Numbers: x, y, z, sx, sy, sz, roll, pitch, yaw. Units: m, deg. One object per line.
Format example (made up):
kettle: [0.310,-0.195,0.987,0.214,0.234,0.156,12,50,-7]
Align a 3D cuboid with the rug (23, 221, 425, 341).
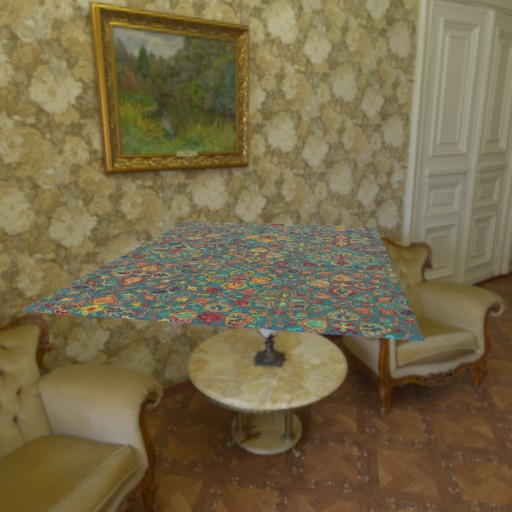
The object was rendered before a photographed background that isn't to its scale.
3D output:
rug: [0.000,0.000,4.120,2.434,0.025,3.204,3,15,10]
